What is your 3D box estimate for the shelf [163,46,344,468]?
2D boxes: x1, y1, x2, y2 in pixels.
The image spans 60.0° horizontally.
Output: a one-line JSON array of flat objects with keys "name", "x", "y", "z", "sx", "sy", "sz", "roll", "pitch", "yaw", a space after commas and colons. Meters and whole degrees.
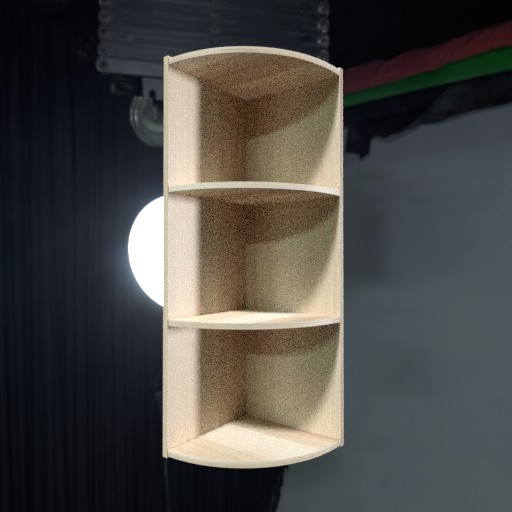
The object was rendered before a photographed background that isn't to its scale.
[{"name": "shelf", "x": 0.000, "y": 0.000, "z": 0.999, "sx": 0.290, "sy": 0.872, "sz": 0.290, "roll": -1, "pitch": -1, "yaw": 36}]
